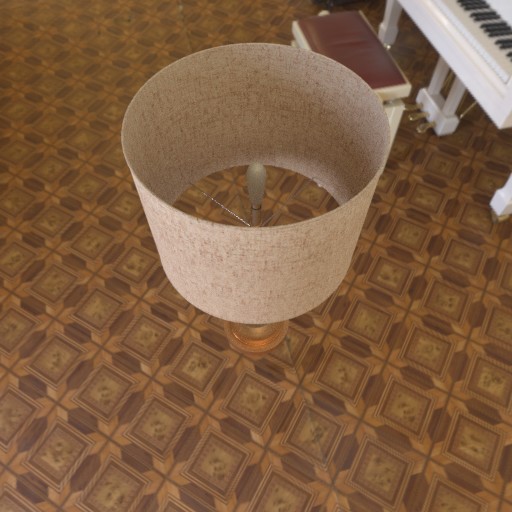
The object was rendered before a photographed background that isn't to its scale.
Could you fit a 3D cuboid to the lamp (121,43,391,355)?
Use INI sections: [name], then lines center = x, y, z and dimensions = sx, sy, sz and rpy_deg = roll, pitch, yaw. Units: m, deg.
[lamp]
center = 0.000, 0.000, 0.792
dimensions = 0.321, 0.610, 0.321
rpy_deg = -2, 58, -1
